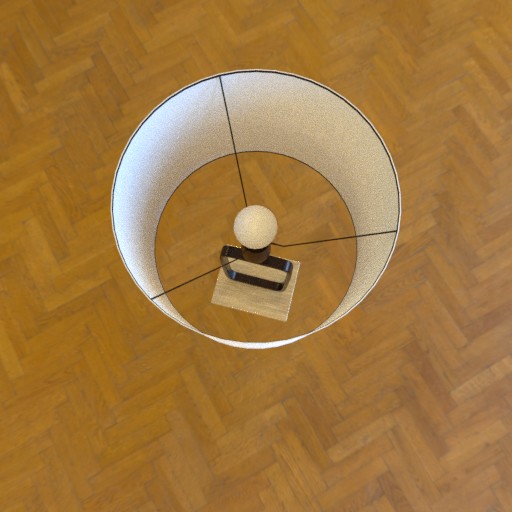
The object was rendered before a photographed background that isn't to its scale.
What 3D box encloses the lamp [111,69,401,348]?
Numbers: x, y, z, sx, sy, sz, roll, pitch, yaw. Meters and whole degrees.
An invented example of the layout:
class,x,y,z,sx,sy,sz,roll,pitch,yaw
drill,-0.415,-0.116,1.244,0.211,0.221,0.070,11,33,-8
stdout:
class,x,y,z,sx,sy,sz,roll,pitch,yaw
lamp,0.000,0.000,0.673,0.279,0.508,0.279,14,77,3
